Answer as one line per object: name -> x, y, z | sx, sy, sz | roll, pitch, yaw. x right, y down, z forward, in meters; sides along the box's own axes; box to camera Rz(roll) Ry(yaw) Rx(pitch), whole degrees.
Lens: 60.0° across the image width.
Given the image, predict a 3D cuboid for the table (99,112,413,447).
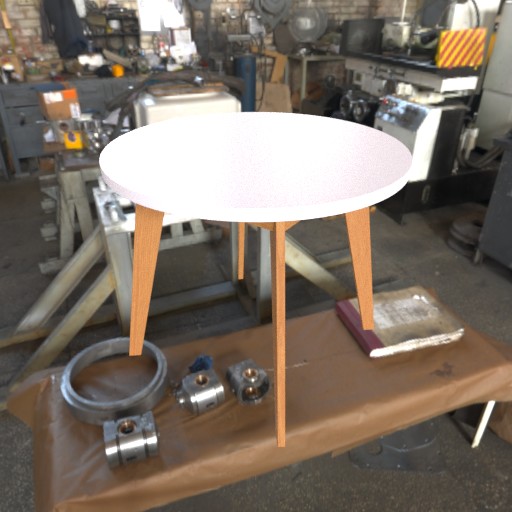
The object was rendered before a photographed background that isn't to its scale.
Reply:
table -> 0.000, 0.000, 1.517 | 0.896, 0.762, 0.896 | 0, 31, 0
